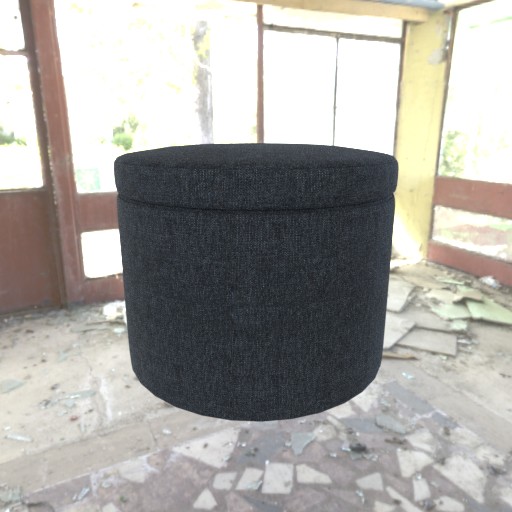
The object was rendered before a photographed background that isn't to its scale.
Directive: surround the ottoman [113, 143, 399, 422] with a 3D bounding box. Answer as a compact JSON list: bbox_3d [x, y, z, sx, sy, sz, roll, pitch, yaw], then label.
[{"bbox_3d":[0.000,0.000,0.860,0.500,0.419,0.500,0,16,0],"label":"ottoman"}]
